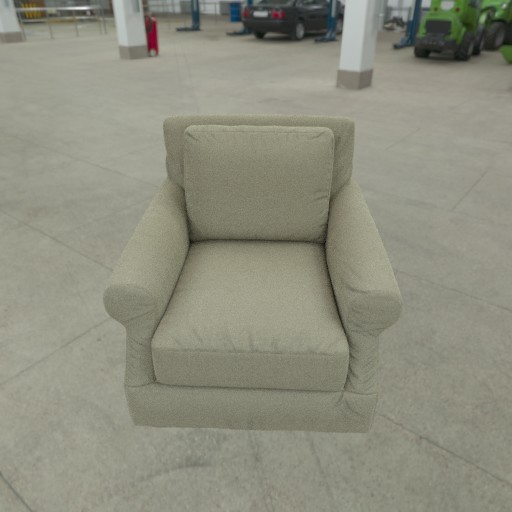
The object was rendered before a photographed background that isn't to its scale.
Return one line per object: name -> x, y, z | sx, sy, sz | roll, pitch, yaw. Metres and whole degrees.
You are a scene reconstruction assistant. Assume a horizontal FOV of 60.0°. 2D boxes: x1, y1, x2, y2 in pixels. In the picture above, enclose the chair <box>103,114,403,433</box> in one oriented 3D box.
chair -> 0.000, 0.000, 1.727 | 0.940, 0.866, 1.066 | 1, 31, 2
